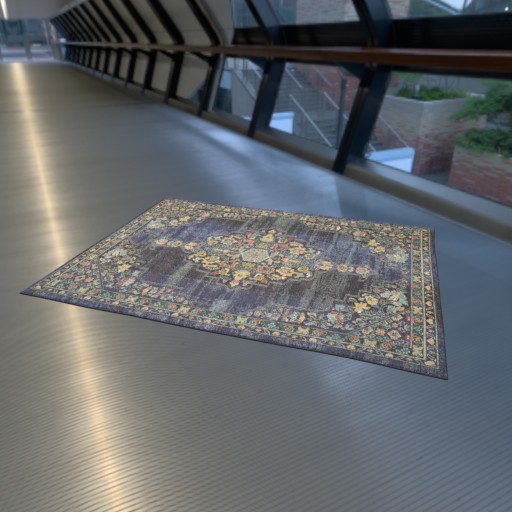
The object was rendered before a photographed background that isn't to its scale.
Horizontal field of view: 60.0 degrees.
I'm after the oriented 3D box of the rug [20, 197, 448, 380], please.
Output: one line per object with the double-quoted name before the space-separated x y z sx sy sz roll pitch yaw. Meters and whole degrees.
"rug" 0.000 0.000 4.642 3.612 0.035 2.716 8 28 16
